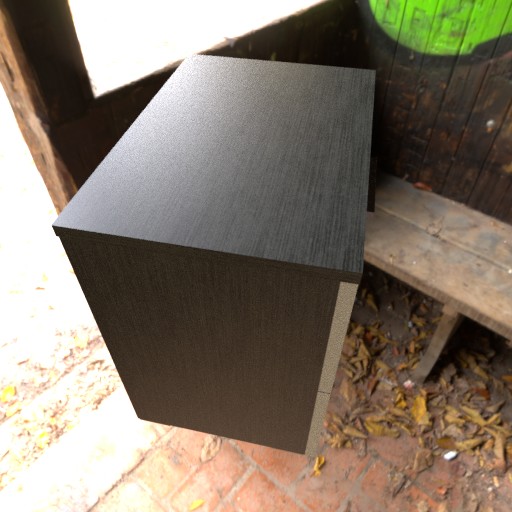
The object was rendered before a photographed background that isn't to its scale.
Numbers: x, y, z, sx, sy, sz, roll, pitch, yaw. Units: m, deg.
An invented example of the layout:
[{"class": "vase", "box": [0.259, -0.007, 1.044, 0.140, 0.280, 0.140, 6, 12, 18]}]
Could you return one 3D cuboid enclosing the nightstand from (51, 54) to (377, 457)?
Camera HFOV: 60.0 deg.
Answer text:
[{"class": "nightstand", "box": [0.000, 0.000, 0.735, 0.325, 0.460, 0.441, 9, 46, 8]}]
